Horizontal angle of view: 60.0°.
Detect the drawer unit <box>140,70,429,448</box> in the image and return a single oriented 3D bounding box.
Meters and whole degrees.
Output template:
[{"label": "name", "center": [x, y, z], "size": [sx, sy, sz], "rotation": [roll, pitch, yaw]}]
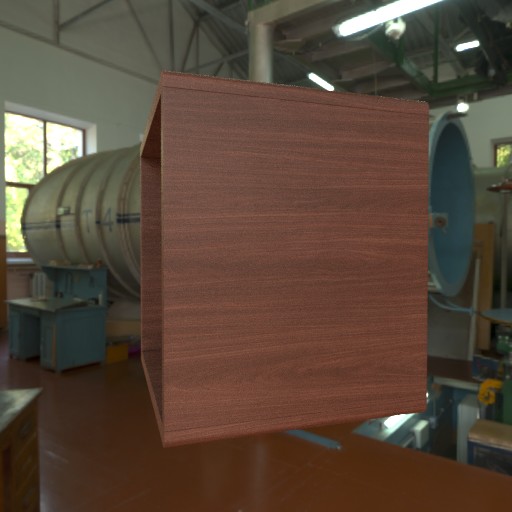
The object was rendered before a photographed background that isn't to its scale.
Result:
[{"label": "drawer unit", "center": [0.000, 0.000, 0.615], "size": [0.290, 0.351, 0.349], "rotation": [0, 1, -18]}]
